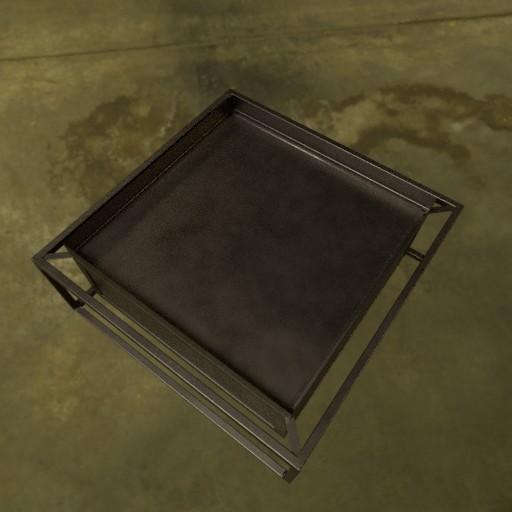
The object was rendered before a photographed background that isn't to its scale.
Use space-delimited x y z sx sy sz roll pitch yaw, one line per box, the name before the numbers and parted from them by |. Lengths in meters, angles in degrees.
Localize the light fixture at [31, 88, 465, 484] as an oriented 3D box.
light fixture | 0.000 0.000 0.686 0.441 0.191 0.441 32 64 18
